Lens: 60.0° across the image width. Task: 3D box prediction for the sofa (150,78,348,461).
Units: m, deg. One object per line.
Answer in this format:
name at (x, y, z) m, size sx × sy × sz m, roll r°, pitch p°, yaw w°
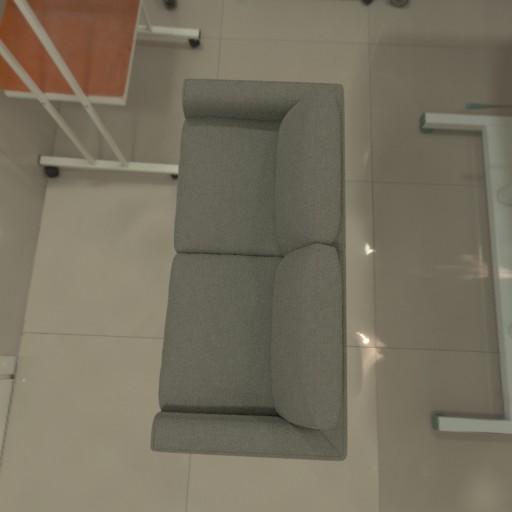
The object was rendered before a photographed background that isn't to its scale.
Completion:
sofa at (0.000, 0.000, 2.719) m, size 1.070 × 0.801 × 2.262 m, roll 2°, pitch 76°, yaw 1°
